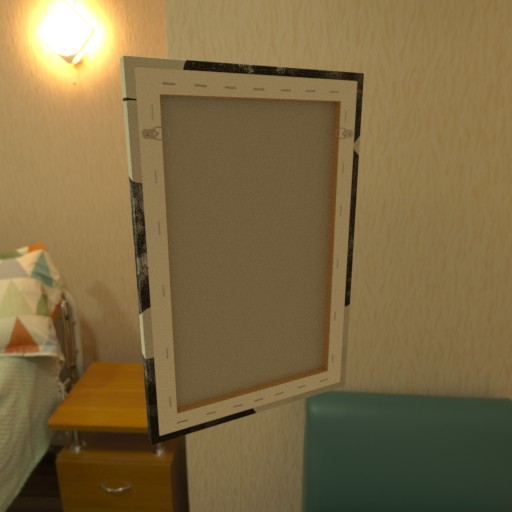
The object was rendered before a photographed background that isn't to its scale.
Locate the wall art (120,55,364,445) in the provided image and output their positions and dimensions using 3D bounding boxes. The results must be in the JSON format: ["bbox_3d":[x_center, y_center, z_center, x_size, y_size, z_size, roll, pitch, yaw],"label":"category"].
[{"bbox_3d":[0.000,0.000,1.152,0.610,0.915,0.041,-8,17,-26],"label":"wall art"}]
